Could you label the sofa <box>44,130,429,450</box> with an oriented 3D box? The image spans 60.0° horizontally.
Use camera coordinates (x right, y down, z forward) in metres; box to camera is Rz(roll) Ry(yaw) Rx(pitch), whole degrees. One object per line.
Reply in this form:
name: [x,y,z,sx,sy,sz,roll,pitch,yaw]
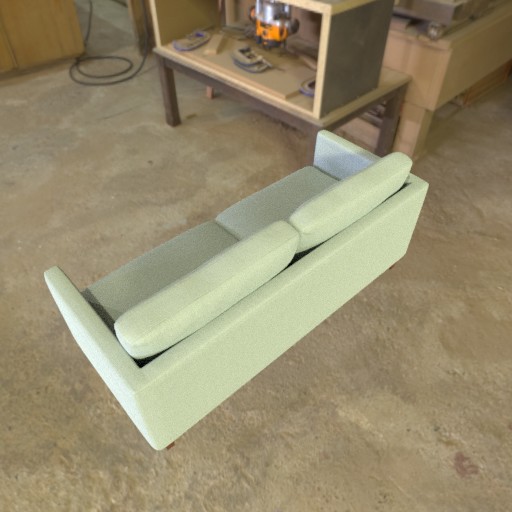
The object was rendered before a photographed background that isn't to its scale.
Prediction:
sofa: [0.000,0.000,2.770,2.208,0.965,0.951,-33,54,-28]
